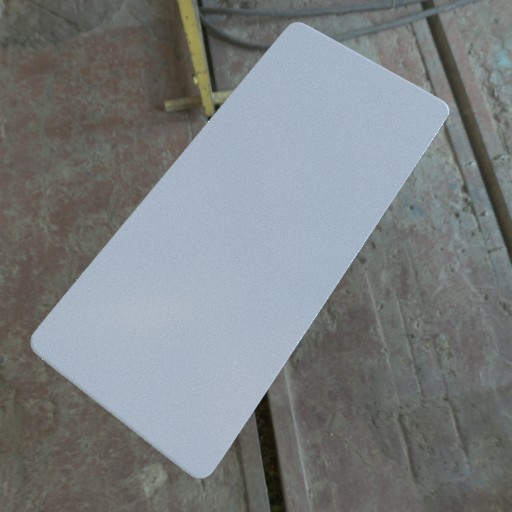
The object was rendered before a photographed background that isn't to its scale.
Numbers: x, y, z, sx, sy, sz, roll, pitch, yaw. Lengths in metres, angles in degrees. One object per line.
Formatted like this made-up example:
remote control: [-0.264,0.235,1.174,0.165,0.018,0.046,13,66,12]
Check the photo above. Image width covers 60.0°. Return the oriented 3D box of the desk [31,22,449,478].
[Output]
desk: [0.000,0.000,1.541,0.550,0.760,1.200,34,77,9]
